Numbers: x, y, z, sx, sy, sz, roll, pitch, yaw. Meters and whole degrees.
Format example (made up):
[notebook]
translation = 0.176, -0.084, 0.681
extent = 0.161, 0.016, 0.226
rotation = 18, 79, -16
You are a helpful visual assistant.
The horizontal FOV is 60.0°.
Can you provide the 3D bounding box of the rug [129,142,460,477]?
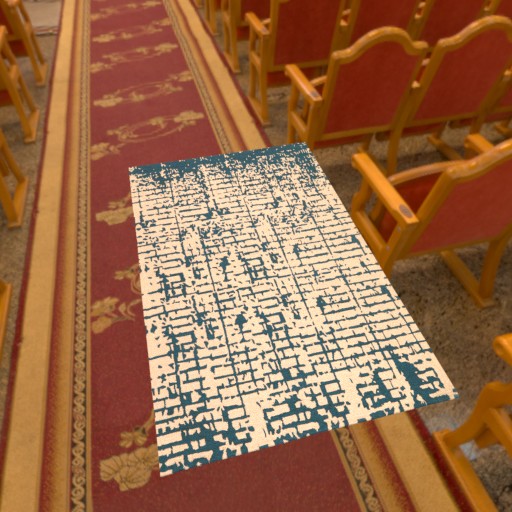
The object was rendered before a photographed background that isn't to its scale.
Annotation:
[rug]
translation = 0.000, 0.000, 2.935
extent = 1.517, 0.011, 2.435
rotation = -11, 48, -10
